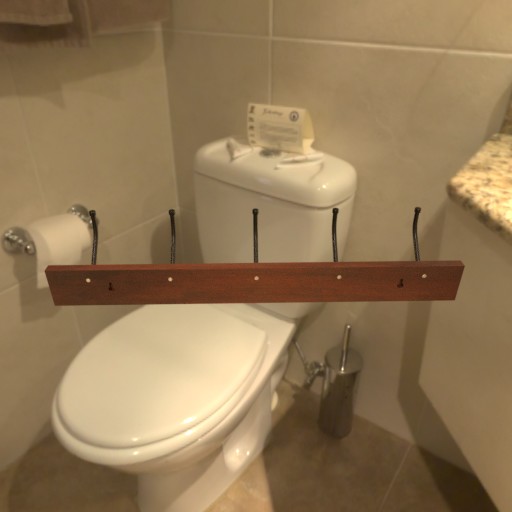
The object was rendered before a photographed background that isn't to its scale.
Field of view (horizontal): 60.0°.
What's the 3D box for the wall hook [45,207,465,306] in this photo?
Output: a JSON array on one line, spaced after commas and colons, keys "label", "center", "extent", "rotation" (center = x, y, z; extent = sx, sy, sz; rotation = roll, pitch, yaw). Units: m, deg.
[{"label": "wall hook", "center": [0.000, 0.000, 0.633], "extent": [0.571, 0.117, 0.071], "rotation": [-1, 31, -1]}]
